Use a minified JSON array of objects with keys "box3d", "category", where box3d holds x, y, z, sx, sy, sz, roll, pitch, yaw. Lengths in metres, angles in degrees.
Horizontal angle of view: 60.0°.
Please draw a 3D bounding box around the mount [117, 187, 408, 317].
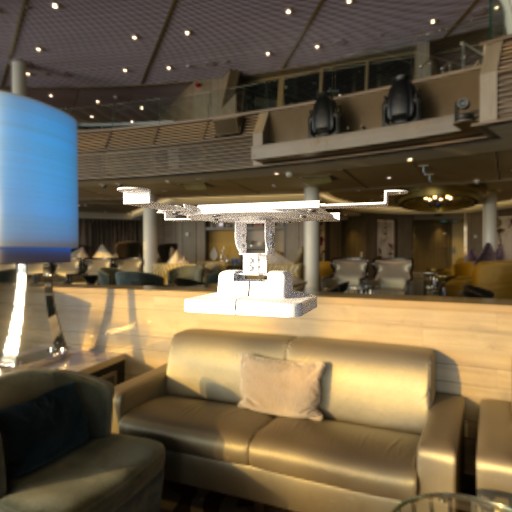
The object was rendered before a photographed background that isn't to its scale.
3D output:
[{"box3d":[0.000,0.000,0.604,0.394,0.141,0.394,0,1,20],"category":"mount"}]
